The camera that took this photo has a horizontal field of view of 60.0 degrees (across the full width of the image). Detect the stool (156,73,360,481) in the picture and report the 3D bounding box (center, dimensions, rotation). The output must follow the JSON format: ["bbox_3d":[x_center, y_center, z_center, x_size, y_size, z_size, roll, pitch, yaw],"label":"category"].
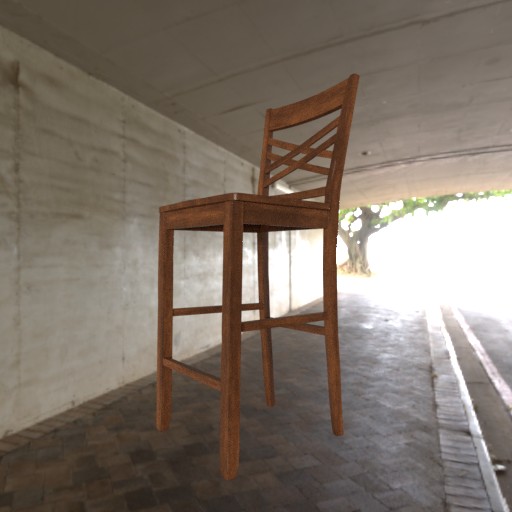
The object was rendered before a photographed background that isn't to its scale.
[{"bbox_3d":[0.000,0.000,1.381,0.487,1.105,0.433,0,0,-37],"label":"stool"}]
